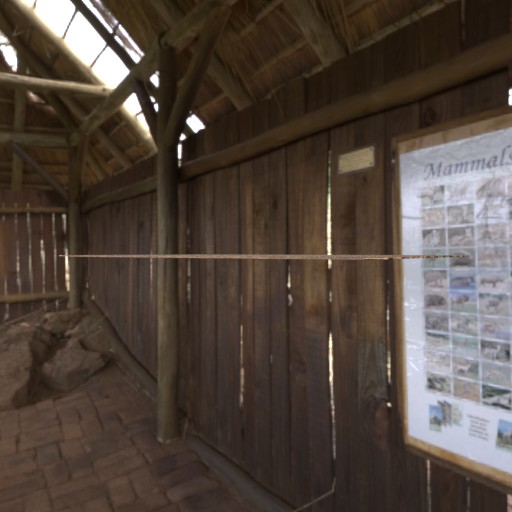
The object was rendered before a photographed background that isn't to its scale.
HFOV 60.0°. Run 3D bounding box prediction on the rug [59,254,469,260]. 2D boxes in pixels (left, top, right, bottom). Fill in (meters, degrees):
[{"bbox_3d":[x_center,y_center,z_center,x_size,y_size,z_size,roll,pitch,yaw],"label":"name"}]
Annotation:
[{"bbox_3d":[0.000,0.000,3.089,2.434,0.010,1.516,0,1,37],"label":"rug"}]
